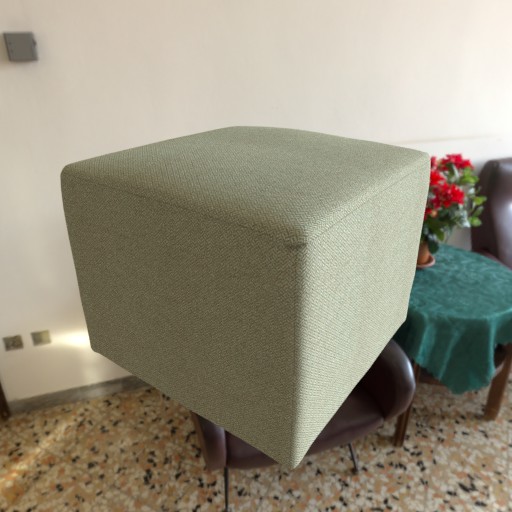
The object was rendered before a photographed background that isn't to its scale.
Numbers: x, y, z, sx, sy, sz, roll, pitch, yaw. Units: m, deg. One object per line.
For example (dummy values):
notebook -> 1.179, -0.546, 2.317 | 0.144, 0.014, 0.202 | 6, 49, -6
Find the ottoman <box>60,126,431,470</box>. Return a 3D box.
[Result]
ottoman -> 0.000, 0.000, 0.903 | 0.512, 0.453, 0.521 | 18, 31, 32
